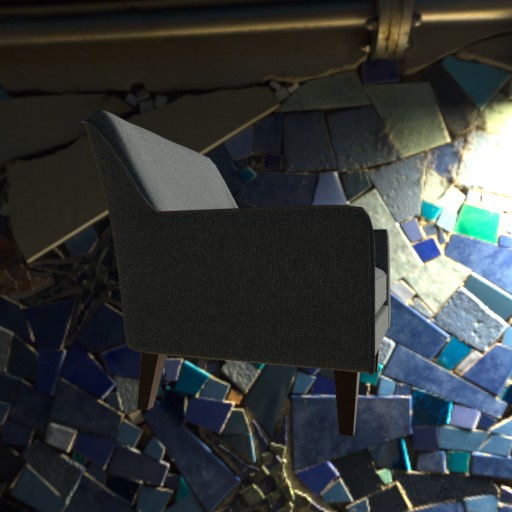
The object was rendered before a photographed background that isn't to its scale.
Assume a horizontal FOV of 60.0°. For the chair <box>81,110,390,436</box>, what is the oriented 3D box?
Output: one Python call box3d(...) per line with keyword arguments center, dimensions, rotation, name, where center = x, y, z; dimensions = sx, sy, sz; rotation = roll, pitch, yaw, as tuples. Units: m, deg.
box3d(center=(0.000, 0.000, 1.589), dimensions=(0.899, 0.919, 0.780), rotation=(0, 0, 20), name="chair")
